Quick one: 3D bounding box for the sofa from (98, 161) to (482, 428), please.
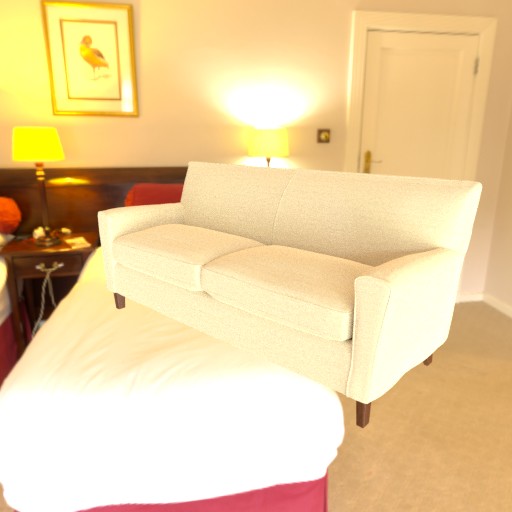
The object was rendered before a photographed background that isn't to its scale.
[{"bbox_3d":[0.000,0.000,2.452,2.001,0.907,0.841,14,21,40],"label":"sofa"}]
